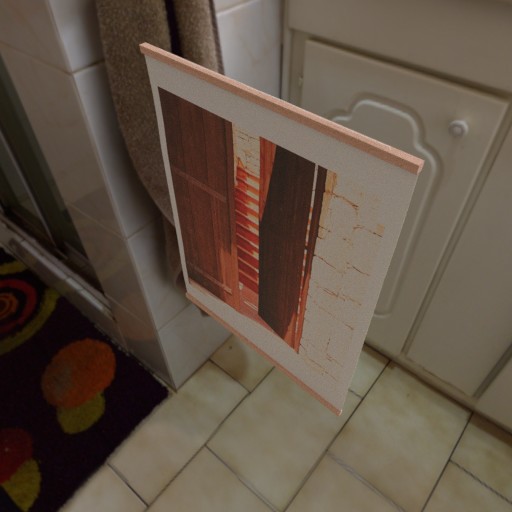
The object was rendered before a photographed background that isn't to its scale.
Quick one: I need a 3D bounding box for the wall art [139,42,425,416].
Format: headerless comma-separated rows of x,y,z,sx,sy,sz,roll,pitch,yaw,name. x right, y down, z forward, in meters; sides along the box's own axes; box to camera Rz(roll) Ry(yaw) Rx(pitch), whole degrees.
0.000,0.000,1.290,0.758,1.013,0.020,33,55,27,wall art
